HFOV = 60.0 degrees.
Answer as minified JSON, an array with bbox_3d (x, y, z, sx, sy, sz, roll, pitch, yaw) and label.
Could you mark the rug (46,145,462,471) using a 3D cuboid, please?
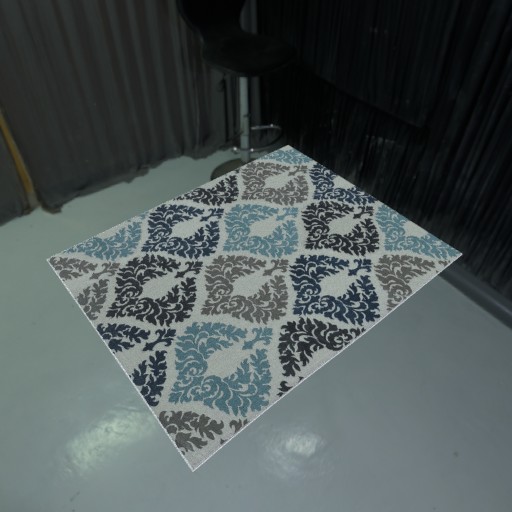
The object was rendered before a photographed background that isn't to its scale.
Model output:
[{"bbox_3d":[0.000,0.000,4.126,3.040,0.014,2.423,-31,53,-26],"label":"rug"}]
